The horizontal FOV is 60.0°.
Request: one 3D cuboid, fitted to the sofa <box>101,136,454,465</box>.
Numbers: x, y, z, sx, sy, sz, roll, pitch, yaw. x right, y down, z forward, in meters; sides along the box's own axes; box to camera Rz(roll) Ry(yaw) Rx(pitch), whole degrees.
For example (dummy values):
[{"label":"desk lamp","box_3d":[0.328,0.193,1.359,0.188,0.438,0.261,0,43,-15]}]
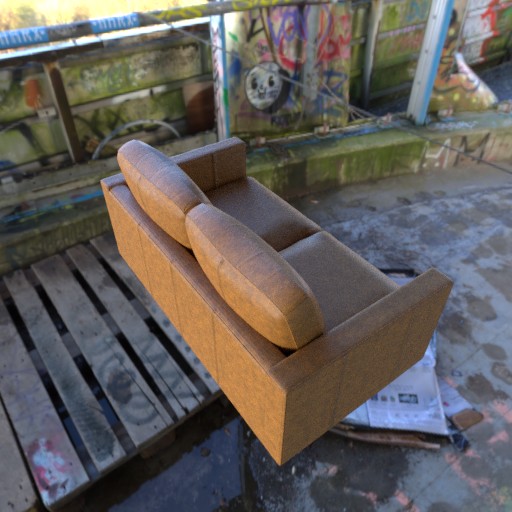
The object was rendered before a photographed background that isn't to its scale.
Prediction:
[{"label":"sofa","box_3d":[0.000,0.000,2.207,0.909,0.951,1.578,-25,47,-26]}]
